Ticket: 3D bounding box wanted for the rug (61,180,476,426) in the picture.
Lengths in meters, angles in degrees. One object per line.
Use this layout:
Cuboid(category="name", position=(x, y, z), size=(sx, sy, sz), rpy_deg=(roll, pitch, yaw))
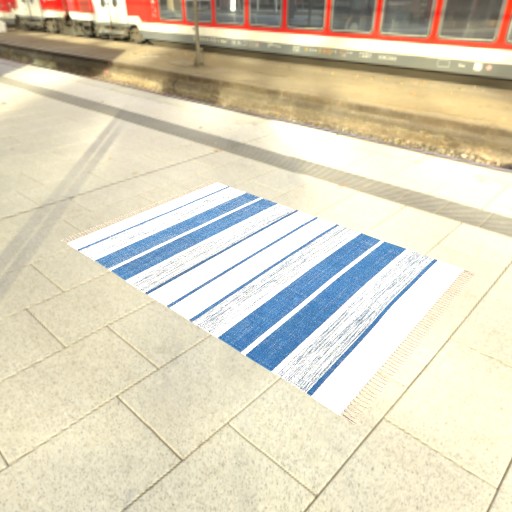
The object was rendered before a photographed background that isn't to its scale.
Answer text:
Cuboid(category="rug", position=(0.000, 0.000, 3.047), size=(2.441, 0.010, 1.532), rpy_deg=(24, 39, 34))
